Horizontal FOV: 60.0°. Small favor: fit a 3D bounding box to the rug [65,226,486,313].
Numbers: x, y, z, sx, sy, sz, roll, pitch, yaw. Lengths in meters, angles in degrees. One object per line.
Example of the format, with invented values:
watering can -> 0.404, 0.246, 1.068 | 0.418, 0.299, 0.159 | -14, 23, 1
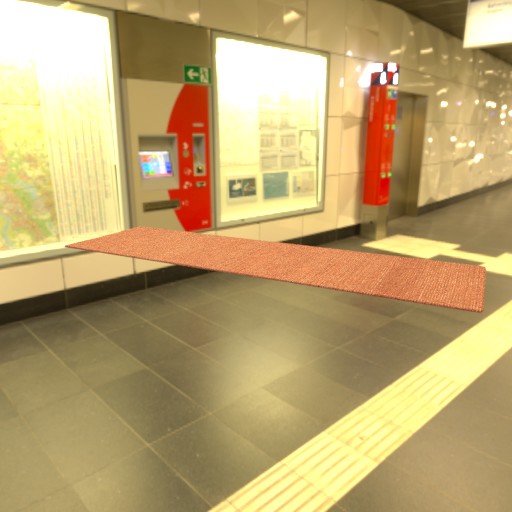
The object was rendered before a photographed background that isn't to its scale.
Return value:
rug -> 0.000, 0.000, 2.496 | 2.307, 0.012, 0.687 | 8, 17, 26
